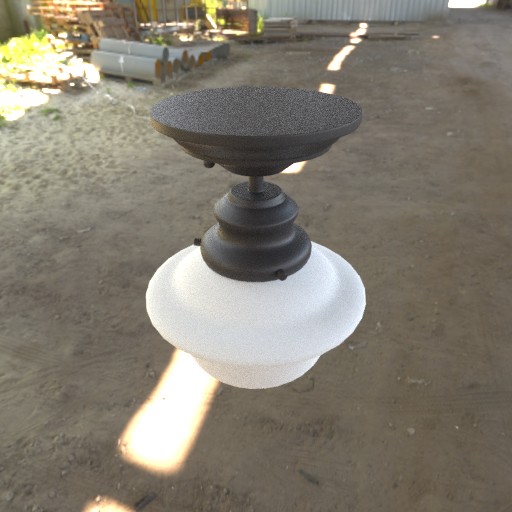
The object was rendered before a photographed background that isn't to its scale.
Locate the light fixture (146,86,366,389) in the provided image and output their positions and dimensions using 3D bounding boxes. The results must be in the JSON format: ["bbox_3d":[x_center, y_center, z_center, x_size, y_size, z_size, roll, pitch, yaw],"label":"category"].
[{"bbox_3d":[0.000,0.000,0.388,0.197,0.254,0.197,0,31,0],"label":"light fixture"}]
